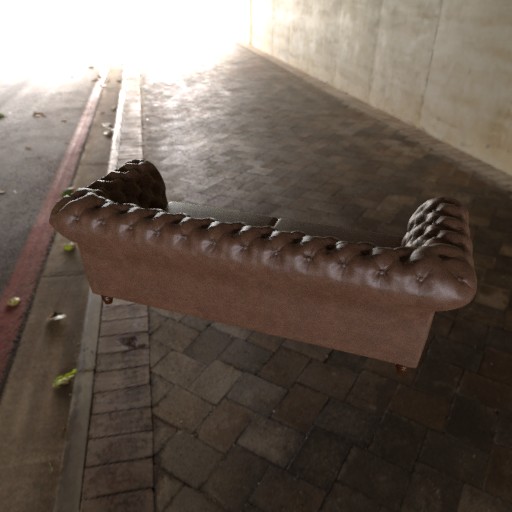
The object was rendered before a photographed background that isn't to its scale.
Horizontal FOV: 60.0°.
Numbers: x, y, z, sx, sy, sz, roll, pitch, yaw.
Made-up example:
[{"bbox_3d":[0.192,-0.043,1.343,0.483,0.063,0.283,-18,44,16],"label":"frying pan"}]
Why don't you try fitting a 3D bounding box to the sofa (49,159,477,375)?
[{"bbox_3d":[0.000,0.000,2.767,2.385,0.783,0.944,10,33,17],"label":"sofa"}]
